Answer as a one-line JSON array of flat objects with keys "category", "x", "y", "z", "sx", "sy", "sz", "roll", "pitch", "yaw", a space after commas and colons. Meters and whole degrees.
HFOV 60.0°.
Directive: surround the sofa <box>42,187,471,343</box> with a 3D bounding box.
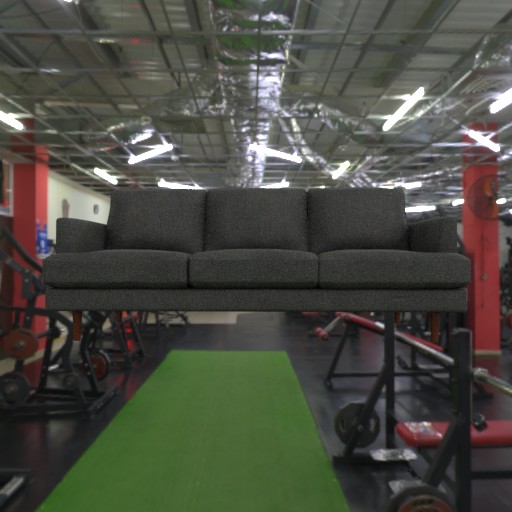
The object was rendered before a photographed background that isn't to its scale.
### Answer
[{"category": "sofa", "x": 0.000, "y": 0.000, "z": 2.730, "sx": 2.246, "sy": 0.930, "sz": 0.903, "roll": 0, "pitch": 0, "yaw": 2}]
